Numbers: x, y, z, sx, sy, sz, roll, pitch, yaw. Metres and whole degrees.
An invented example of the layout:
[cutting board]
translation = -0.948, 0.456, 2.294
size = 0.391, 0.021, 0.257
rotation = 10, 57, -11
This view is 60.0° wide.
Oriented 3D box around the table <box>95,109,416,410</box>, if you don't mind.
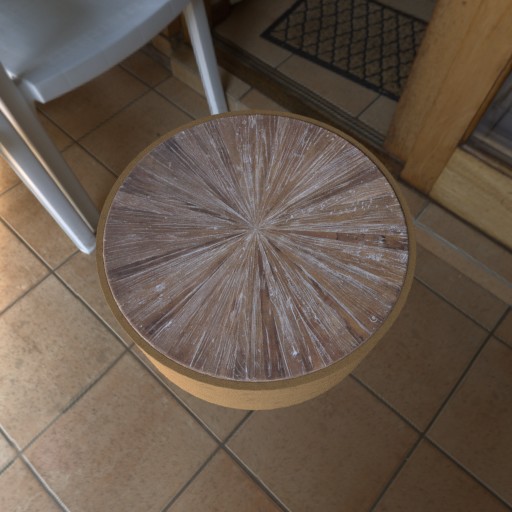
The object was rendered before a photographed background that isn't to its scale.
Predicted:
[table]
translation = 0.000, 0.000, 1.575
size = 1.001, 0.409, 1.001
rotation = 0, 63, 0
